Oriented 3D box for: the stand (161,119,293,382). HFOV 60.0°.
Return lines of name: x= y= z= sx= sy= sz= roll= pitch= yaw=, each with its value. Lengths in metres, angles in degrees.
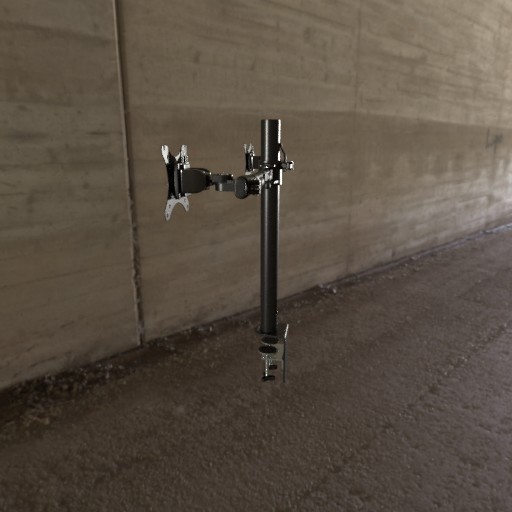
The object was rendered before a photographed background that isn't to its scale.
stand: x=0.000 y=0.000 z=1.026 sx=0.150 sy=0.603 sz=0.743 roll=2 pitch=15 yaw=9
